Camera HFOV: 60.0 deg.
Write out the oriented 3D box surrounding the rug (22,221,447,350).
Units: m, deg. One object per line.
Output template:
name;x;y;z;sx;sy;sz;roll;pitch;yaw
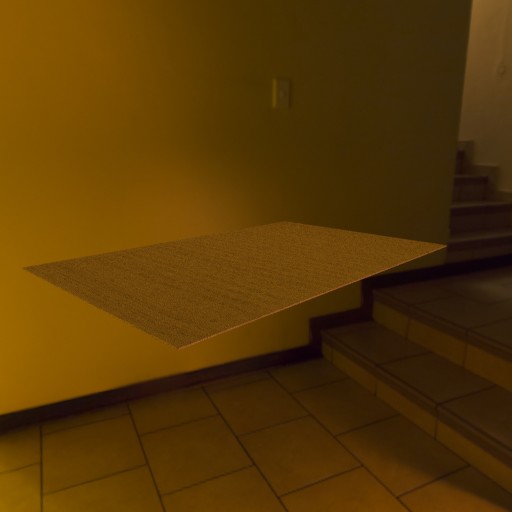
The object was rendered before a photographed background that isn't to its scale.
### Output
rug;0.000;0.000;2.154;1.142;0.006;1.752;13;19;43
